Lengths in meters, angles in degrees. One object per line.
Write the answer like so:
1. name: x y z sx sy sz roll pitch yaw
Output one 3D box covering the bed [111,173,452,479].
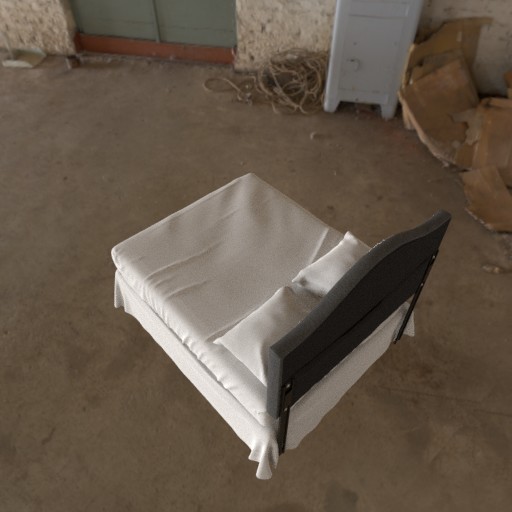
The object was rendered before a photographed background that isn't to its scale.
1. bed: 0.000 0.000 3.511 1.876 1.645 2.221 -34 55 -27
